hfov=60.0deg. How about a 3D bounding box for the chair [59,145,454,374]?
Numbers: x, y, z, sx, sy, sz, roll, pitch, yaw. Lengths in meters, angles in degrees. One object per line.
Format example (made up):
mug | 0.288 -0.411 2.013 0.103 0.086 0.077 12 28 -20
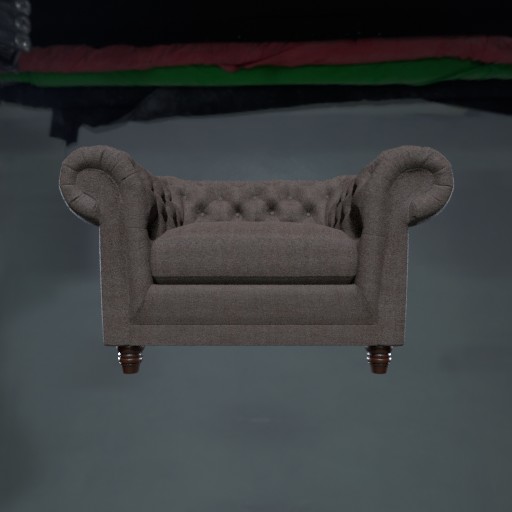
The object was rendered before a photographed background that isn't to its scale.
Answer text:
chair | 0.000 0.000 1.887 1.298 0.780 0.945 0 0 0
